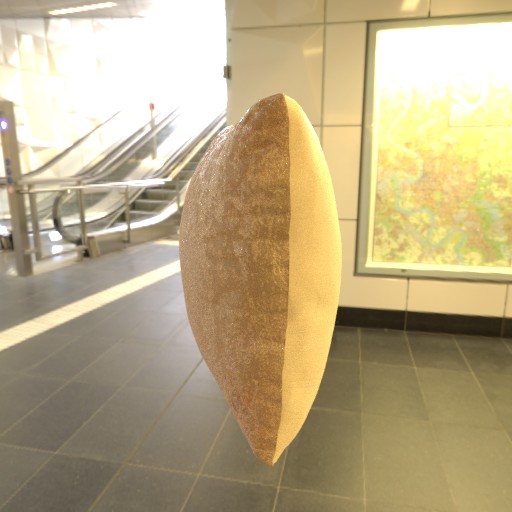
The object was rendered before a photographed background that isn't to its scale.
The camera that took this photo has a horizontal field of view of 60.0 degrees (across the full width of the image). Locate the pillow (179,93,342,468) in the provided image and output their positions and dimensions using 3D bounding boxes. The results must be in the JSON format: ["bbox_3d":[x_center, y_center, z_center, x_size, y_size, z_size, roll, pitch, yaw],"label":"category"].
[{"bbox_3d":[0.000,0.000,0.723,0.245,0.448,0.450,-2,13,-7],"label":"pillow"}]
